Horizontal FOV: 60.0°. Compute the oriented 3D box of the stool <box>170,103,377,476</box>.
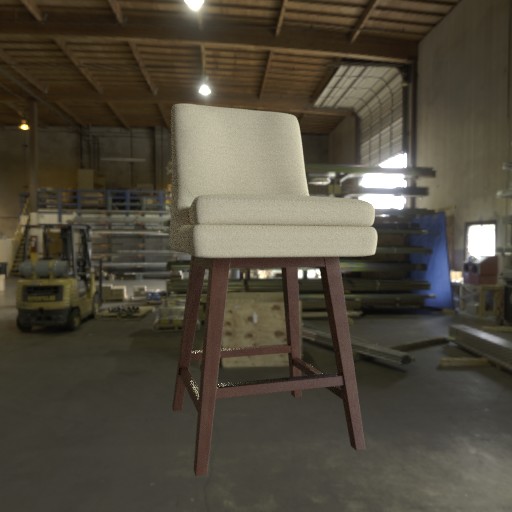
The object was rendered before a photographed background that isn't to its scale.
[{"bbox_3d":[0.000,0.000,1.292,0.483,0.991,0.559,-1,2,-17],"label":"stool"}]
